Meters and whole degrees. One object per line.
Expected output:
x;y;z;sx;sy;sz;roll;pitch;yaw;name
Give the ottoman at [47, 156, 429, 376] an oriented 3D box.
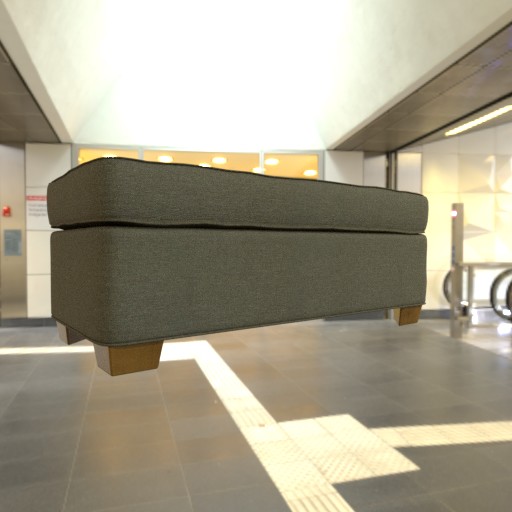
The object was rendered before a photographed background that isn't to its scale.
0.000;0.000;1.367;1.110;0.460;0.515;-1;2;-36;ottoman
